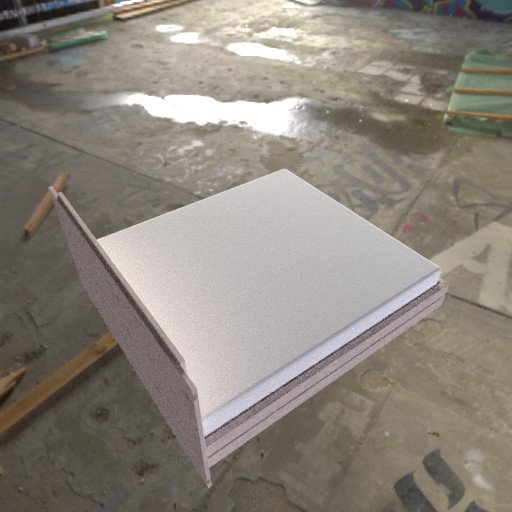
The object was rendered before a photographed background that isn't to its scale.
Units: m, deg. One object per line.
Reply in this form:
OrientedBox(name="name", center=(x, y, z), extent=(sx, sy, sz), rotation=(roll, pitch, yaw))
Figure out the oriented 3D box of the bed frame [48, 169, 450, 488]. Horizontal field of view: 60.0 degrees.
OrientedBox(name="bed frame", center=(0.000, 0.000, 3.189), extent=(2.080, 0.970, 1.950), rotation=(-25, 47, -27))
